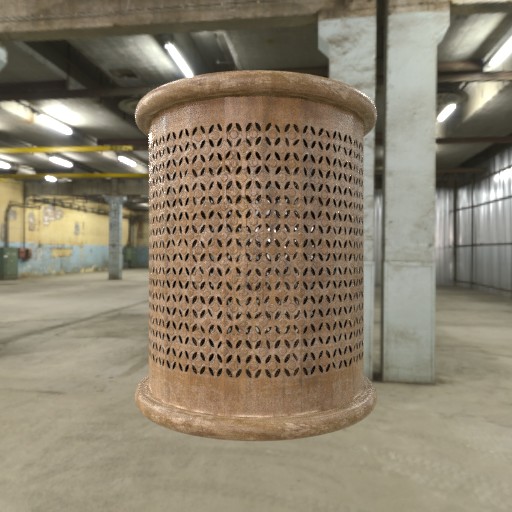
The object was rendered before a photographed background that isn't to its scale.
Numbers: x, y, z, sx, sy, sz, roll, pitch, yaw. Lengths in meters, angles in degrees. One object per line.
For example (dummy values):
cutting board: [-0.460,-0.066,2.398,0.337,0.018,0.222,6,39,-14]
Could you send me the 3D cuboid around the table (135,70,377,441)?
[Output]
table: [0.000,0.000,0.772,0.407,0.482,0.407,0,0,0]
